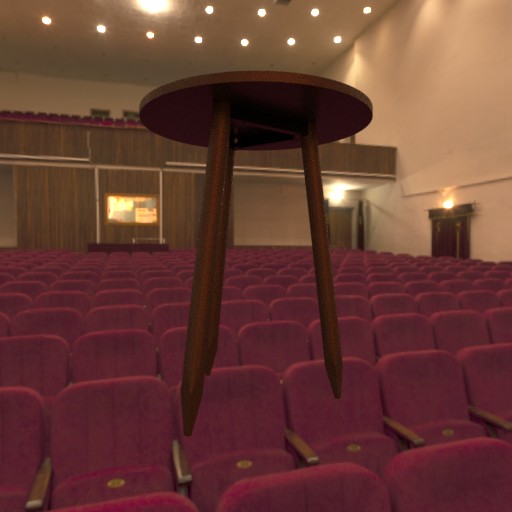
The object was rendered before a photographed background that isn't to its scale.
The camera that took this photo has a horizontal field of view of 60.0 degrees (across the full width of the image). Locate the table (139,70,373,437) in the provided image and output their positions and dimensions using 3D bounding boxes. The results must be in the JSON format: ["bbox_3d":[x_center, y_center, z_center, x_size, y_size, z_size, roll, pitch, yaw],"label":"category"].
[{"bbox_3d":[0.000,0.000,0.900,0.457,0.585,0.457,0,0,0],"label":"table"}]
